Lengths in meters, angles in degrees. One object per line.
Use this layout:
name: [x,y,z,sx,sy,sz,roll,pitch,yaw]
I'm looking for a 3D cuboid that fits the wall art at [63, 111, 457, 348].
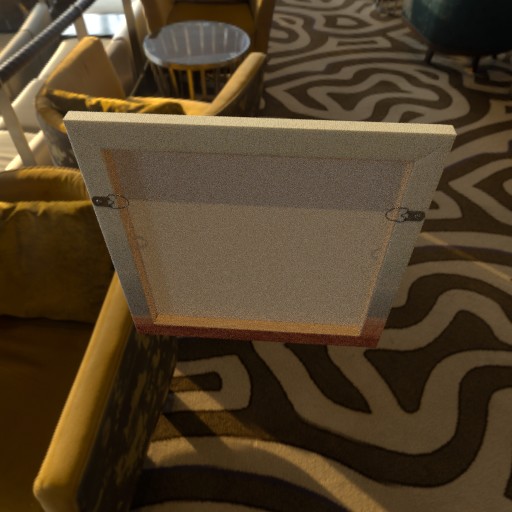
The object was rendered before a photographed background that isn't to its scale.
wall art: [0.000,0.000,0.908,0.605,0.605,0.034,3,47,3]
